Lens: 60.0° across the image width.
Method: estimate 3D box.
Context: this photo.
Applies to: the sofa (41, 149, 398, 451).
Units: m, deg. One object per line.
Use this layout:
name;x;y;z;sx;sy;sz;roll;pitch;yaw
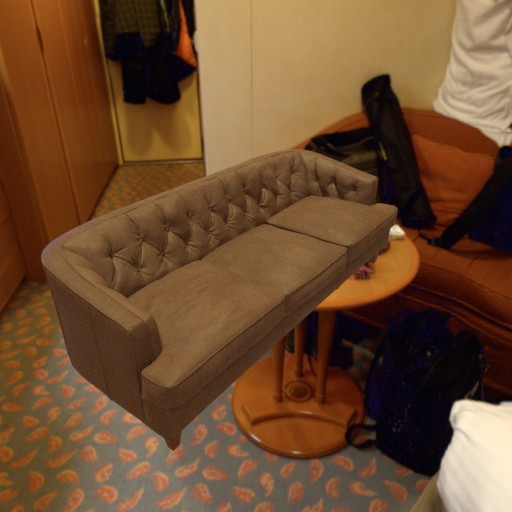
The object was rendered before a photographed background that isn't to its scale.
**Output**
sofa;0.000;0.000;2.637;0.927;0.787;2.227;20;34;32
